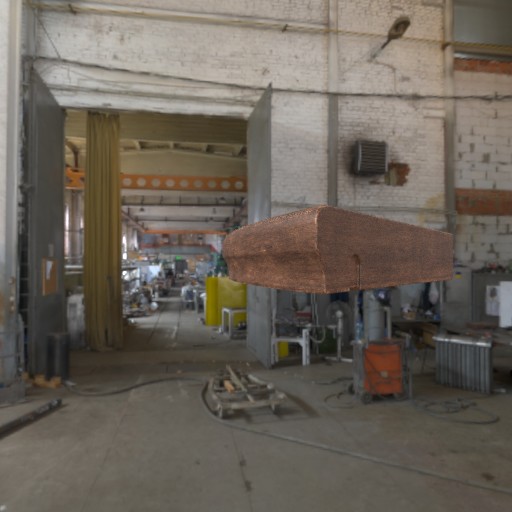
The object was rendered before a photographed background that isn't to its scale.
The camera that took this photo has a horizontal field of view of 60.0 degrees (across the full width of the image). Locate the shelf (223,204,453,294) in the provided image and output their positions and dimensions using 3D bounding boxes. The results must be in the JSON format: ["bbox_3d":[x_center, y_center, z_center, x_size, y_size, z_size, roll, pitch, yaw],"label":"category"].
[{"bbox_3d":[0.000,0.000,0.452,0.310,0.050,0.310,-1,-1,36],"label":"shelf"}]
